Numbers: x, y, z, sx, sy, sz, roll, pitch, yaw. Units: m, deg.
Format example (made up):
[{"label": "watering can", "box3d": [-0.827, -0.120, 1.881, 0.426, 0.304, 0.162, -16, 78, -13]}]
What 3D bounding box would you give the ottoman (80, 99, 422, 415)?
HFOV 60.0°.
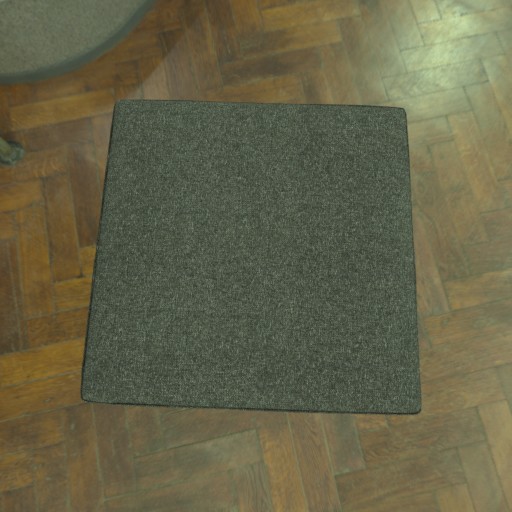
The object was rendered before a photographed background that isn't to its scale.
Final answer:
[{"label": "ottoman", "box3d": [0.000, 0.000, 1.564, 1.021, 0.423, 1.017, 2, 76, 1]}]
